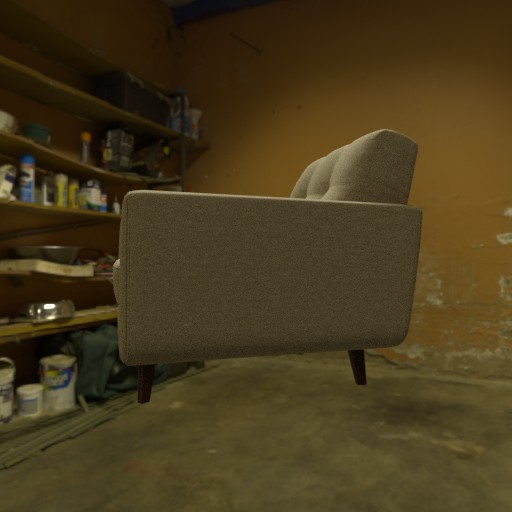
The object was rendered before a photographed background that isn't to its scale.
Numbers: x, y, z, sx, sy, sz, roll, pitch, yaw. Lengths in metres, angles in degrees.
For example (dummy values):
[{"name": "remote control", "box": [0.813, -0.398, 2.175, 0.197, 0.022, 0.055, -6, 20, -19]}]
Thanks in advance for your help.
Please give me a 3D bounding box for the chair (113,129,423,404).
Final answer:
[{"name": "chair", "box": [0.000, 0.000, 1.835, 1.128, 0.965, 0.897, 0, -1, -17]}]
